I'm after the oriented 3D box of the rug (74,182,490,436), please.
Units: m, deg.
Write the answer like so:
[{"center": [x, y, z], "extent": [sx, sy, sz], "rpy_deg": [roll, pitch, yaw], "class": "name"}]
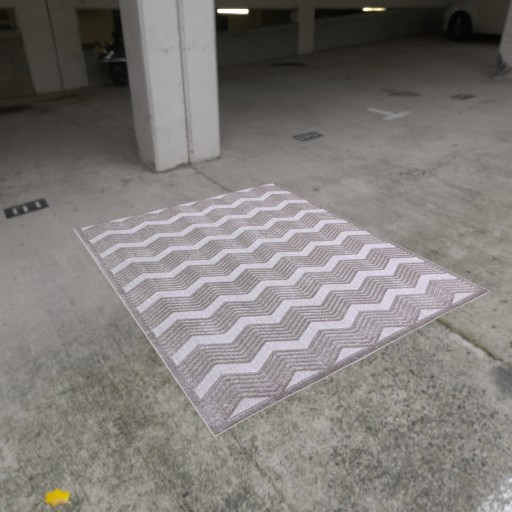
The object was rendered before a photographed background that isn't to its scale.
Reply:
[{"center": [0.000, 0.000, 3.862], "extent": [2.391, 0.005, 2.880], "rpy_deg": [-18, 34, -29], "class": "rug"}]
